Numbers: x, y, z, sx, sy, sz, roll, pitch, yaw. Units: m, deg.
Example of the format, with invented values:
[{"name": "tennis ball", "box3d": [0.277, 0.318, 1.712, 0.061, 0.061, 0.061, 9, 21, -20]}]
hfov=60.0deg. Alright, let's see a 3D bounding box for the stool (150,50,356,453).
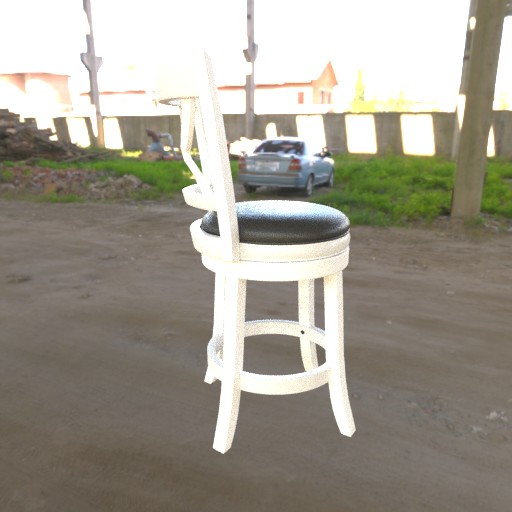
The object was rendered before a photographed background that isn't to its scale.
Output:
[{"name": "stool", "box3d": [0.000, 0.000, 1.212, 0.508, 0.953, 0.444, -3, 15, -10]}]
